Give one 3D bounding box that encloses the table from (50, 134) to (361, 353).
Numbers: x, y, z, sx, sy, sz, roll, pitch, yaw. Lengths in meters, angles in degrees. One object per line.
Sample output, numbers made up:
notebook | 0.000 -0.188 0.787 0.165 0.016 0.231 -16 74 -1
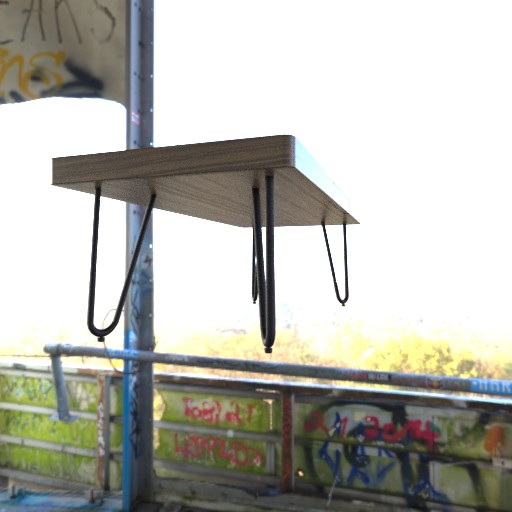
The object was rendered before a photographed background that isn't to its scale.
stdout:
table | 0.000 0.000 1.648 0.637 0.468 1.375 0 -1 19
